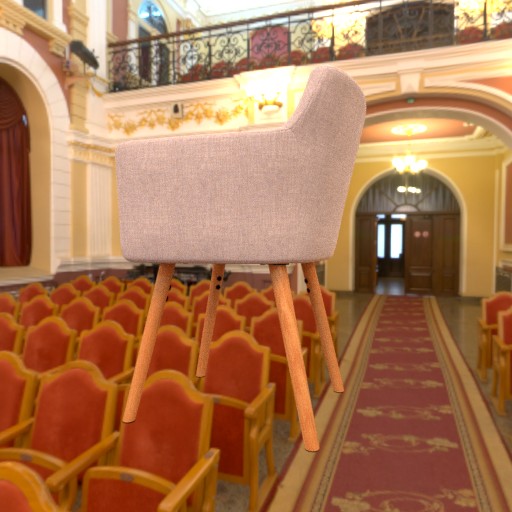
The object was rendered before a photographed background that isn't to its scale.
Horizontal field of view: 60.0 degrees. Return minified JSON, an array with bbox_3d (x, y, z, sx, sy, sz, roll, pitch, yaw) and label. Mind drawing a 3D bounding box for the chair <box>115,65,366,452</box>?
[{"bbox_3d":[0.000,0.000,1.136,0.540,0.780,0.570,1,2,19],"label":"chair"}]
